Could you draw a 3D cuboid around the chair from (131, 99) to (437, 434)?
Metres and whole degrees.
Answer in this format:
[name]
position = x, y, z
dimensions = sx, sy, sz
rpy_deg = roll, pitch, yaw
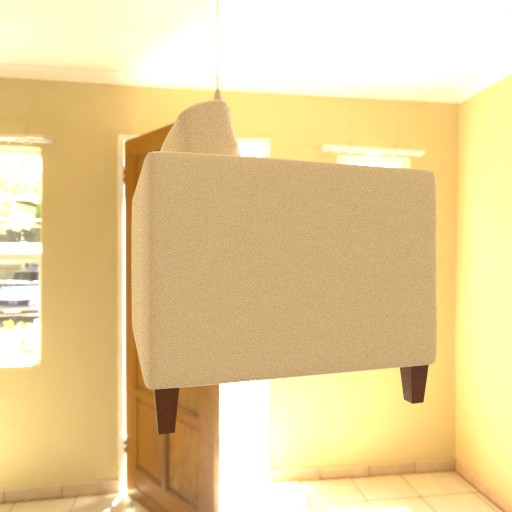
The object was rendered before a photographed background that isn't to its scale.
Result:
[chair]
position = 0.000, 0.000, 1.659
dimensions = 0.878, 0.885, 1.019
rpy_deg = 0, 1, -18
